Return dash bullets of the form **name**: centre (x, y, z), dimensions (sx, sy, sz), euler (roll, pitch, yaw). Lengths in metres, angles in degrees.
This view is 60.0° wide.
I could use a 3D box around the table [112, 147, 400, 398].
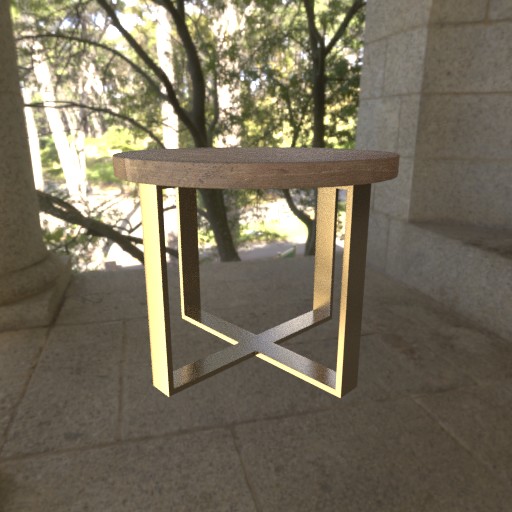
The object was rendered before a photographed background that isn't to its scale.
- **table**: centre (0.000, 0.000, 0.960), dimensions (0.557, 0.437, 0.557), euler (0, 16, 0)
